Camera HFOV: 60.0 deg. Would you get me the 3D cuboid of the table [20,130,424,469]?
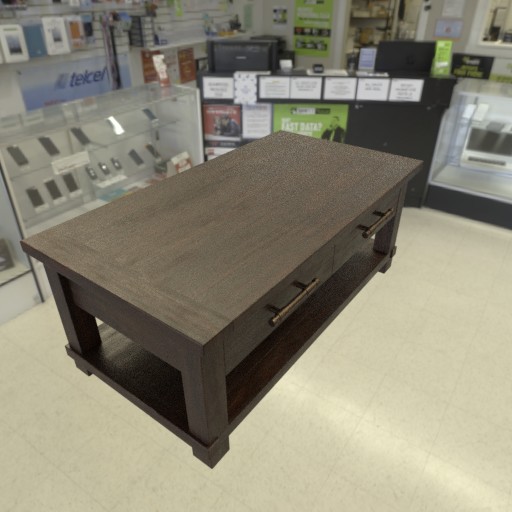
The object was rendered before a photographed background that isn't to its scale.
[{"bbox_3d":[0.000,0.000,1.604,0.700,0.494,1.270,22,39,30],"label":"table"}]
